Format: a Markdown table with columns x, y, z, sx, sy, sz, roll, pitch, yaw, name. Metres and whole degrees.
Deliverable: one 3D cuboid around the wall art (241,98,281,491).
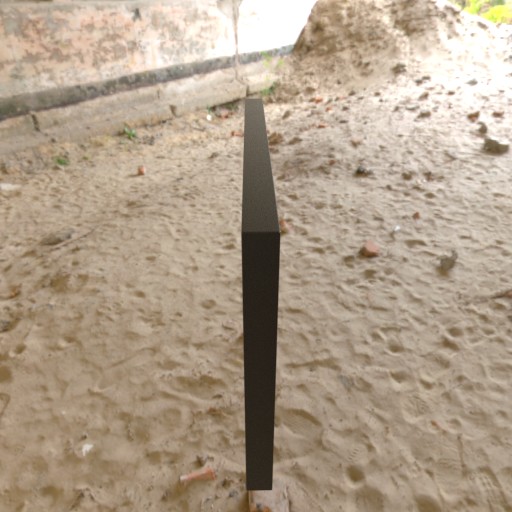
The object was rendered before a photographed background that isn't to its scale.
| x | y | z | sx | sy | sz | roll | pitch | yaw | name |
| --- | --- | --- | --- | --- | --- | --- | --- | --- | --- |
| 0.000 | 0.000 | 1.212 | 0.058 | 0.640 | 0.939 | 0 | 31 | -1 | wall art |
